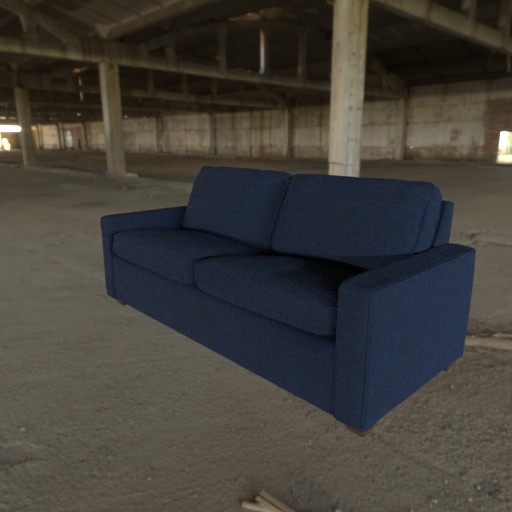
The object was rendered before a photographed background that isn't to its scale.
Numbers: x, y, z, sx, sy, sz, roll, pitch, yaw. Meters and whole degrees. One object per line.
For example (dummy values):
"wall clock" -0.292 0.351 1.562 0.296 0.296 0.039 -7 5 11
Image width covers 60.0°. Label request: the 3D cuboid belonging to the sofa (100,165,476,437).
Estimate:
"sofa" 0.000 0.000 2.508 0.940 0.919 2.080 -14 20 -42
